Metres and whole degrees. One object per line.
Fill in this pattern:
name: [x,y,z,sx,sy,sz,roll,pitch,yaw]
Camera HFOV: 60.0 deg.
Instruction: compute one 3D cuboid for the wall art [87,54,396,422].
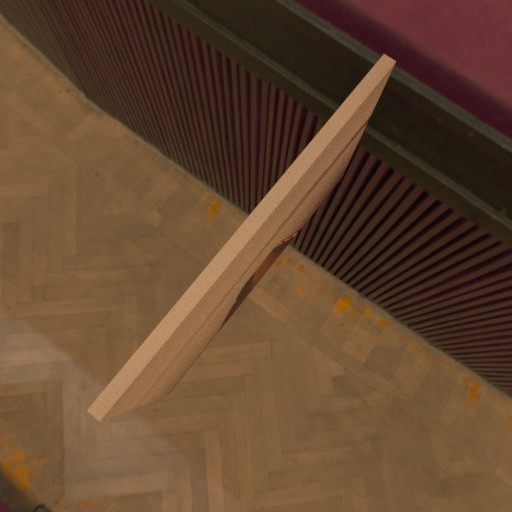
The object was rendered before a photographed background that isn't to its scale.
wall art: [0.000,0.000,0.773,0.021,0.410,0.615,38,79,8]
